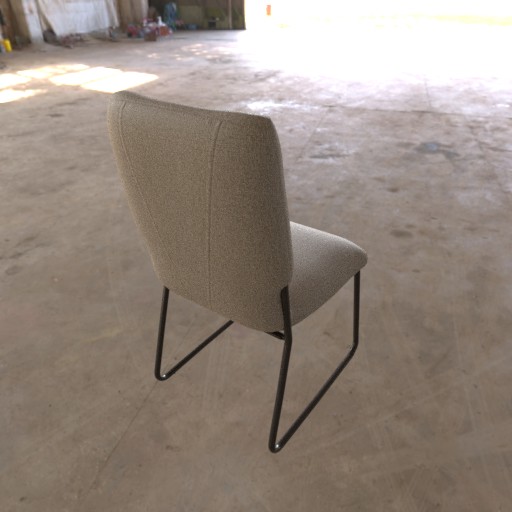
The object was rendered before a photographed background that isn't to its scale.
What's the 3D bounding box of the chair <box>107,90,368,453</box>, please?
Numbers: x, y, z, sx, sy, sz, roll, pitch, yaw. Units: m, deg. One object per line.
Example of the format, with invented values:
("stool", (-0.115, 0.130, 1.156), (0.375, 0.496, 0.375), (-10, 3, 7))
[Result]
("chair", (0.000, 0.000, 1.168), (0.448, 0.864, 0.560), (21, 37, 30))
